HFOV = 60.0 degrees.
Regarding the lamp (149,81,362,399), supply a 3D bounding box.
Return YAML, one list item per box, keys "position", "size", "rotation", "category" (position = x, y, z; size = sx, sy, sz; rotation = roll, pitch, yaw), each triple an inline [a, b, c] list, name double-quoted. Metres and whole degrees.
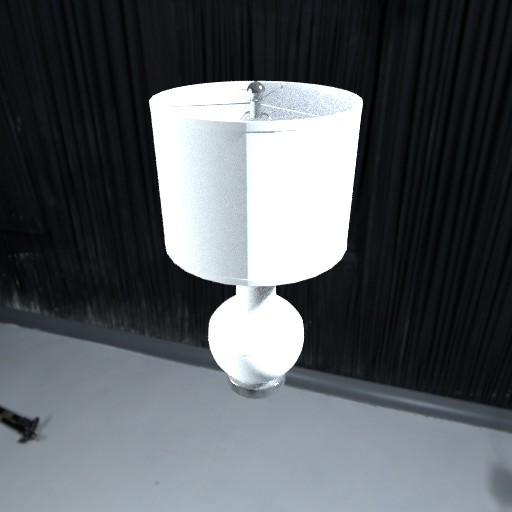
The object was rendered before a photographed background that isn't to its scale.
- position: [0.000, 0.000, 0.908]
  size: [0.357, 0.673, 0.357]
  rotation: [9, 31, 15]
  category: "lamp"
